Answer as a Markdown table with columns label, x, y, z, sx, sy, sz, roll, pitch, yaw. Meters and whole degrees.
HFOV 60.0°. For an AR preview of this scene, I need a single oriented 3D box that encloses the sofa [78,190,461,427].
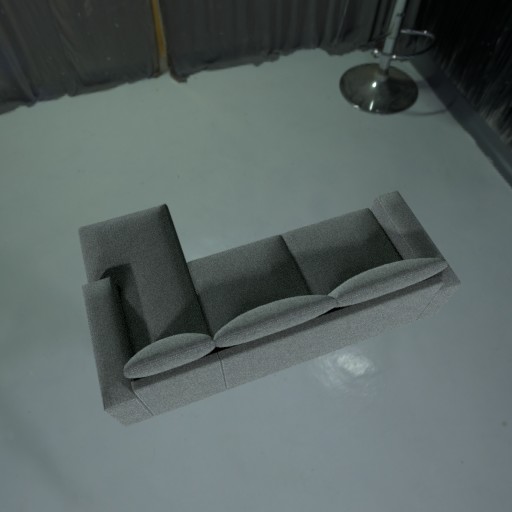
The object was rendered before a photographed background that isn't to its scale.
| label | x | y | z | sx | sy | sz | roll | pitch | yaw |
| --- | --- | --- | --- | --- | --- | --- | --- | --- | --- |
| sofa | 0.000 | 0.000 | 3.636 | 2.718 | 0.940 | 1.689 | -17 | 60 | -10 |
